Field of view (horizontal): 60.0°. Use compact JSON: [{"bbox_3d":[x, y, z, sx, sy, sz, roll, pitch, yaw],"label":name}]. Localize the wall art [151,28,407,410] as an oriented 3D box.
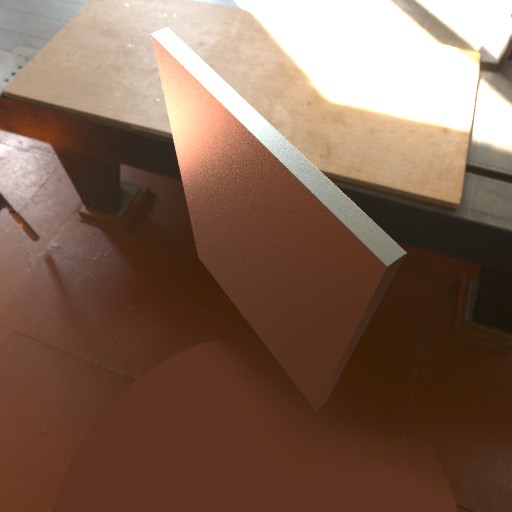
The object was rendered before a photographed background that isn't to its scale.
[{"bbox_3d":[0.000,0.000,0.743,0.025,0.569,0.444,-31,63,-18],"label":"wall art"}]
